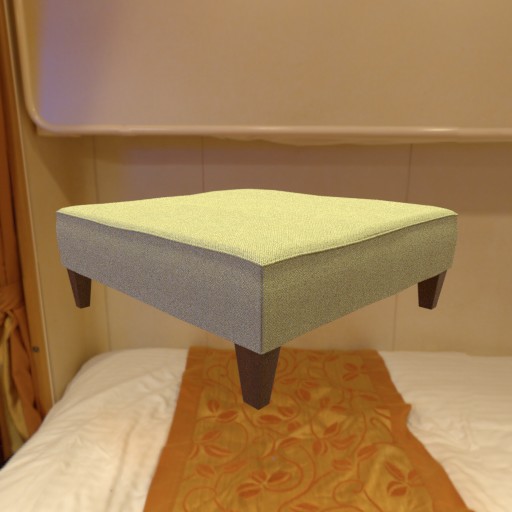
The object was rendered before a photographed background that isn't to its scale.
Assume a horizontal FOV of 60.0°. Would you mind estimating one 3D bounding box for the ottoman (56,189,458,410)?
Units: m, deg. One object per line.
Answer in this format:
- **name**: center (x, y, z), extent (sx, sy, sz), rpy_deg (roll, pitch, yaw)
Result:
- **ottoman**: center (0.000, 0.000, 1.545), extent (1.004, 0.379, 0.968), rpy_deg (13, 19, 43)
